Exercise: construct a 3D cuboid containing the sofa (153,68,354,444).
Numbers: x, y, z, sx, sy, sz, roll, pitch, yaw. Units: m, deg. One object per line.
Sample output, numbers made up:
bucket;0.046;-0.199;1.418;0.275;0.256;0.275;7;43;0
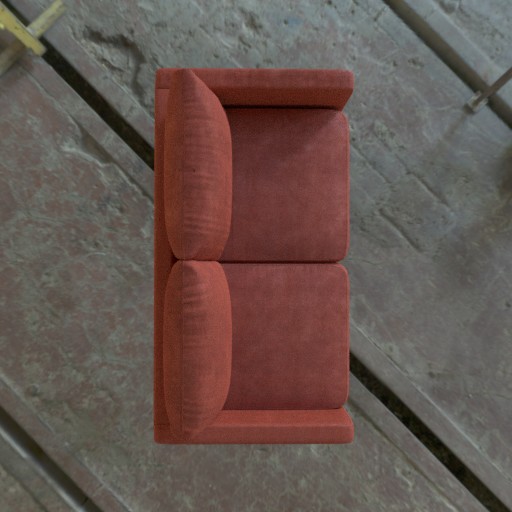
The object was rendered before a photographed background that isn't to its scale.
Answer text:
sofa;0.000;0.000;2.060;0.864;0.896;1.574;0;89;0
